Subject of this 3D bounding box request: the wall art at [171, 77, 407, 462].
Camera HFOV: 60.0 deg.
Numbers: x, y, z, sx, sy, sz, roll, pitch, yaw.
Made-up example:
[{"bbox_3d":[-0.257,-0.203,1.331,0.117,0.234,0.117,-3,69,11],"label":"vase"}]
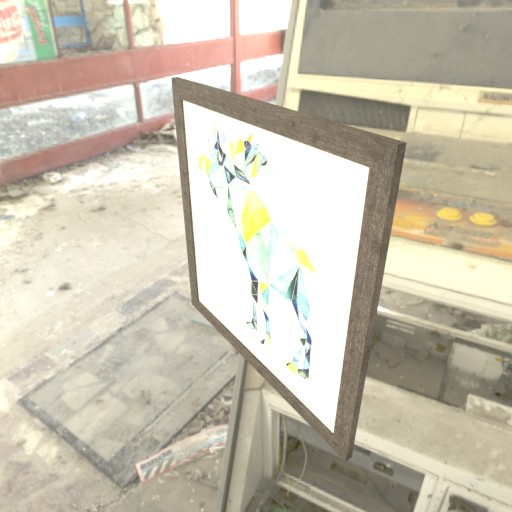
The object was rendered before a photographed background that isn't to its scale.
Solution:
[{"bbox_3d":[0.000,0.000,0.678,0.013,0.457,0.457,-20,36,-30],"label":"wall art"}]
